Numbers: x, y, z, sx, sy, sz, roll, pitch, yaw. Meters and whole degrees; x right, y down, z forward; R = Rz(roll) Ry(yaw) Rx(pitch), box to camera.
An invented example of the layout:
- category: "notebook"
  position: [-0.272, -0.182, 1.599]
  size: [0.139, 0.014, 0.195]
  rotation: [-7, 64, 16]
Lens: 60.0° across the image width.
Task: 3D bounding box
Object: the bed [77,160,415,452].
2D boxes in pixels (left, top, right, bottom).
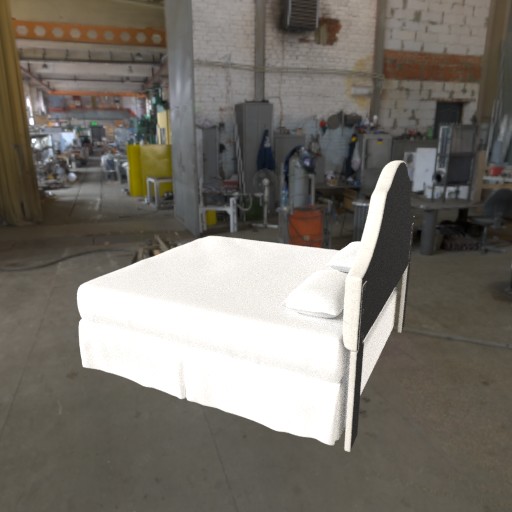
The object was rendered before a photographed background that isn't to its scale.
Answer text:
- category: "bed"
  position: [0.000, 0.000, 3.688]
  size: [2.214, 1.615, 2.008]
  rotation: [8, 18, 26]
